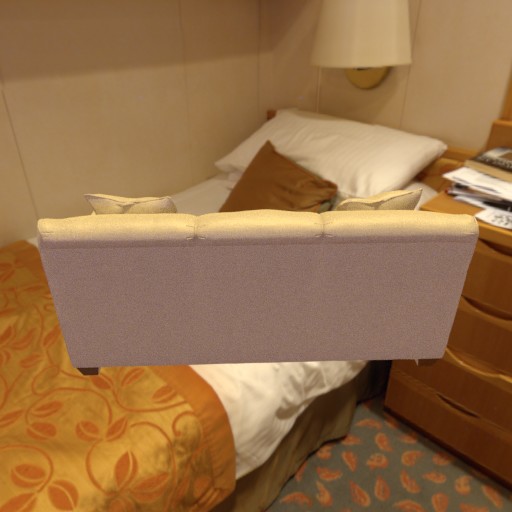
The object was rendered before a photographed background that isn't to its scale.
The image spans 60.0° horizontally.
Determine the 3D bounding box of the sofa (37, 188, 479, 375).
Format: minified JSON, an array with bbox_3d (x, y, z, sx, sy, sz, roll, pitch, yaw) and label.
[{"bbox_3d":[0.000,0.000,2.602,2.024,0.958,0.997,-1,30,-2],"label":"sofa"}]
